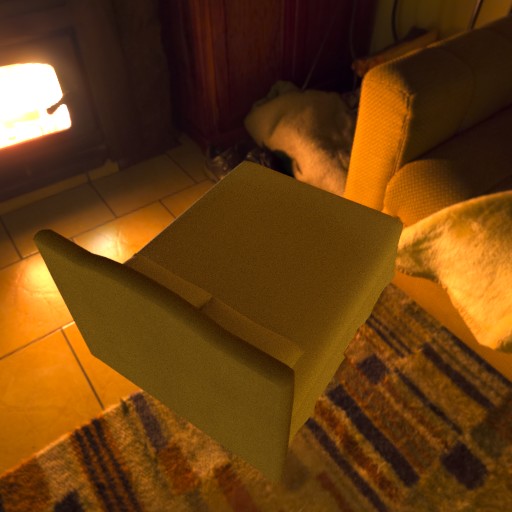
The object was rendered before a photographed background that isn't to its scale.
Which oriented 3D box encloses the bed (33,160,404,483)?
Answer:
[{"bbox_3d":[0.000,0.000,3.251,1.744,1.441,2.128,26,52,22],"label":"bed"}]
